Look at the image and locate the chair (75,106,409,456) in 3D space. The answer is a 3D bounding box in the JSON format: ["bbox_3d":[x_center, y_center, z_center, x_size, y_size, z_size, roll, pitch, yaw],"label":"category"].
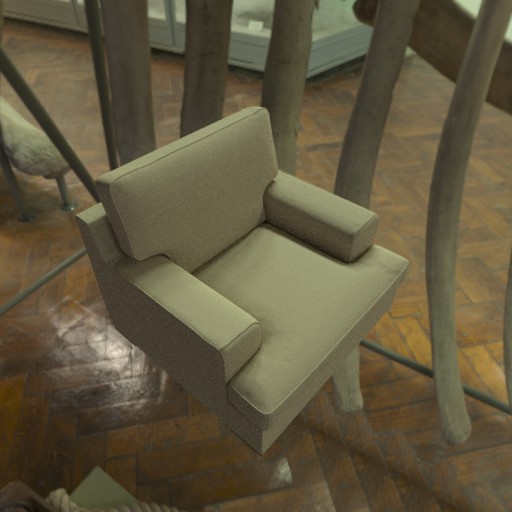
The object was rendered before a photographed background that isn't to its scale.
[{"bbox_3d":[0.000,0.000,2.181,1.274,1.005,1.293,24,47,24],"label":"chair"}]
